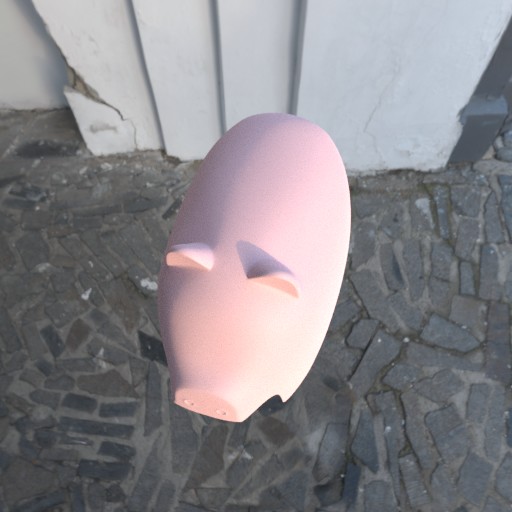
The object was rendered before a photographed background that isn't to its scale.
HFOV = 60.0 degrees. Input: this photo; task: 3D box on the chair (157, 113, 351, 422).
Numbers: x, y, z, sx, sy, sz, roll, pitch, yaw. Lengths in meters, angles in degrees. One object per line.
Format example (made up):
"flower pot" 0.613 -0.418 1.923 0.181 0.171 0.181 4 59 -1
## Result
"chair" 0.000 0.000 0.880 0.364 0.423 0.619 14 60 8
